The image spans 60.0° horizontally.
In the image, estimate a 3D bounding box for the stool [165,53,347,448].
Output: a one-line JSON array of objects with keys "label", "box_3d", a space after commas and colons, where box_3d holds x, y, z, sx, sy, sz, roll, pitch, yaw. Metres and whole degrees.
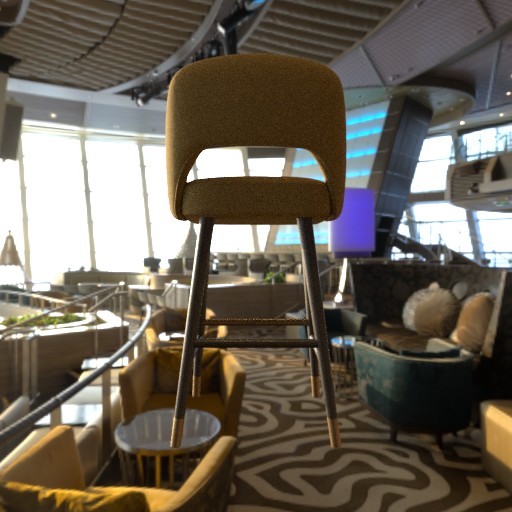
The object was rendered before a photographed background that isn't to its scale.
[{"label": "stool", "box_3d": [0.000, 0.000, 1.370, 0.536, 1.032, 0.522, 0, 0, 0]}]
